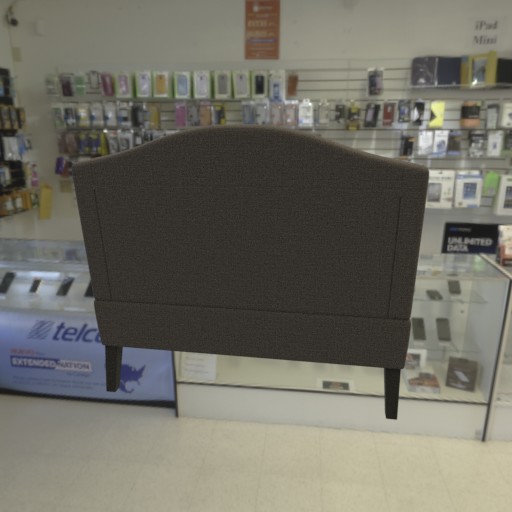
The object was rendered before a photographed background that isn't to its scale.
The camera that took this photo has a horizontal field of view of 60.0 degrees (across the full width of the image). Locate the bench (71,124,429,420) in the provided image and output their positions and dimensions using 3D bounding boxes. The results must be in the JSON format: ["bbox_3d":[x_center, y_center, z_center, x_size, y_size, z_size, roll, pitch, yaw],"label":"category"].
[{"bbox_3d":[0.000,0.000,2.088,1.335,1.180,0.815,3,16,9],"label":"bench"}]
